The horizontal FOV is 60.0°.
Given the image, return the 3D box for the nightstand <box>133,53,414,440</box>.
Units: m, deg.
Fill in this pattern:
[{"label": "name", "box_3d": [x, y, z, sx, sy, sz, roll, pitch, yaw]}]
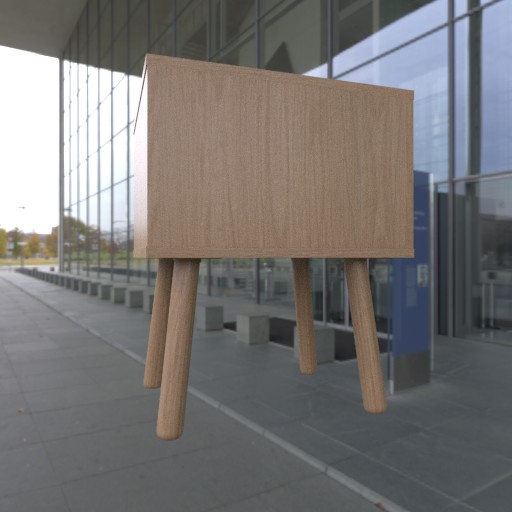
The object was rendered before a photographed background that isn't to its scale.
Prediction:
[{"label": "nightstand", "box_3d": [0.000, 0.000, 0.875, 0.450, 0.571, 0.380, 0, 0, -18]}]
